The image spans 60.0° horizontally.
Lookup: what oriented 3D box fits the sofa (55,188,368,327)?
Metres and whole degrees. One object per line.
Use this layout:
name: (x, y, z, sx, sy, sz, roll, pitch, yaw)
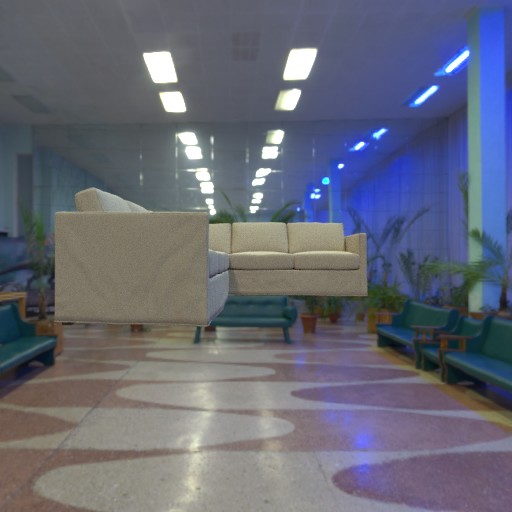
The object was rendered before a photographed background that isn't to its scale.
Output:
sofa: (0.000, 0.000, 4.224, 2.432, 0.871, 3.182, 0, 0, 0)
